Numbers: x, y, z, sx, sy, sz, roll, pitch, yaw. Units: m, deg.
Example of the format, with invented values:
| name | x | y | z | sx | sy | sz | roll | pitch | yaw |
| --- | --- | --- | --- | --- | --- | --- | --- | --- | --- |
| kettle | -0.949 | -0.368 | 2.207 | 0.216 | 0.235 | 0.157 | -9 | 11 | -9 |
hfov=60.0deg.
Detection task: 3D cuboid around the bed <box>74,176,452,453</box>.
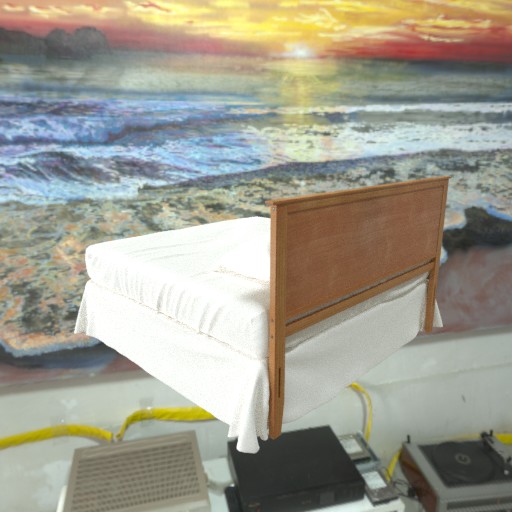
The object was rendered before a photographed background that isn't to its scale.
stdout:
| name | x | y | z | sx | sy | sz | roll | pitch | yaw |
| --- | --- | --- | --- | --- | --- | --- | --- | --- | --- |
| bed | 0.000 | 0.000 | 3.563 | 2.215 | 1.270 | 2.317 | 14 | 20 | 43 |
